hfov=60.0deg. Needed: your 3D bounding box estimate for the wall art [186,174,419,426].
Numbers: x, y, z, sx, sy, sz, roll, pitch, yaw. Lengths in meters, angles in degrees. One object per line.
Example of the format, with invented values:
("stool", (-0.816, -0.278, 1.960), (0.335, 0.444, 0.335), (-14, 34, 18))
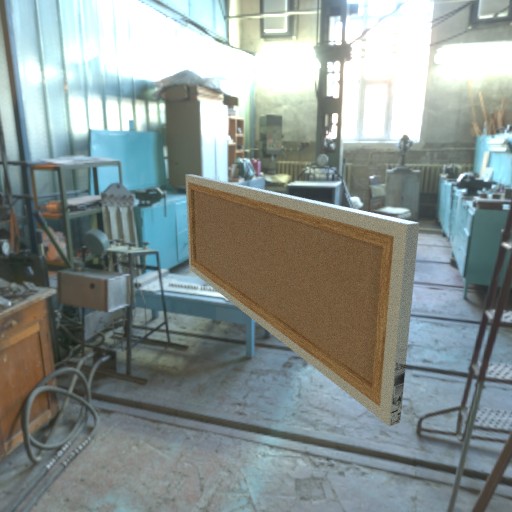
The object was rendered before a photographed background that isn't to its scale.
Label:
("wall art", (0.000, 0.000, 1.690), (0.039, 0.507, 1.520), (-7, 17, -26))
